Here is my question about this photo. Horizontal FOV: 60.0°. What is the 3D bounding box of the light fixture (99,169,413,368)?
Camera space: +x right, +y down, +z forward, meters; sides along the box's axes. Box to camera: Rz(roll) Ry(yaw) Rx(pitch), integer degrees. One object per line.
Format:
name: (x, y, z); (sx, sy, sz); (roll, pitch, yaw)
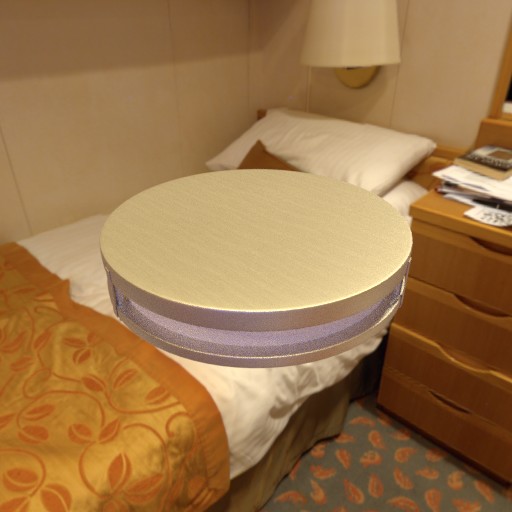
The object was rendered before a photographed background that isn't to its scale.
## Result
light fixture: (0.000, 0.000, 0.549); (0.356, 0.102, 0.356); (0, 30, 0)
